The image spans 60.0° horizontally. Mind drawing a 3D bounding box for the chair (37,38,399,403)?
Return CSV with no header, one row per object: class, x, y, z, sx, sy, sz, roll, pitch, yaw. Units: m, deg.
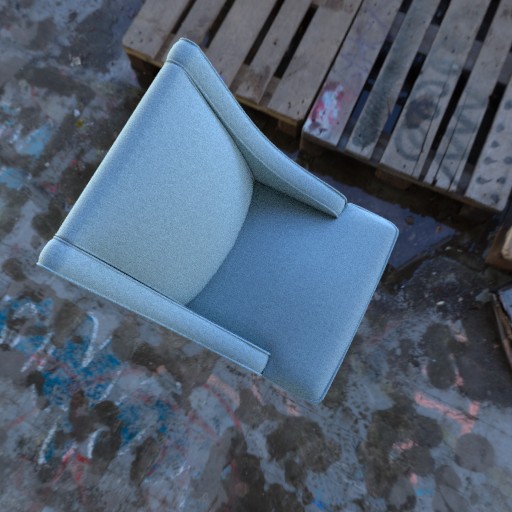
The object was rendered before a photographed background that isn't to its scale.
chair,0.000,0.000,1.847,1.025,1.133,0.857,27,79,6
